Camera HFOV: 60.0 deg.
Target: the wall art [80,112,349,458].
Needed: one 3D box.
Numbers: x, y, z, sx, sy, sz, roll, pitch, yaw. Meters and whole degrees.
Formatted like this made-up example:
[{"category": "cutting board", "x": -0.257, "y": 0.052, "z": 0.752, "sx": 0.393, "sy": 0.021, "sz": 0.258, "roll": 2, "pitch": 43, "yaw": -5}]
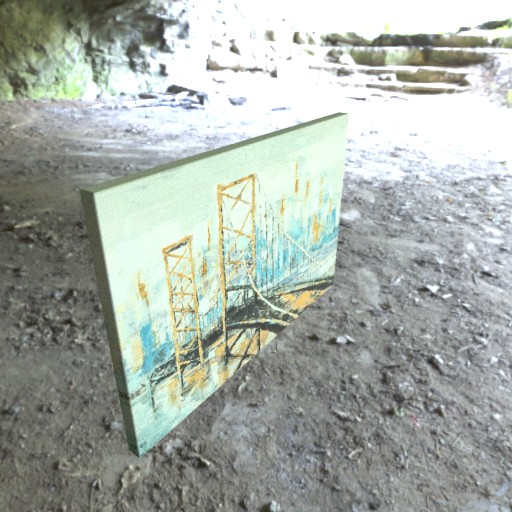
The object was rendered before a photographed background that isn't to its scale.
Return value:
[{"category": "wall art", "x": 0.000, "y": 0.000, "z": 1.167, "sx": 0.038, "sy": 0.609, "sz": 0.913, "roll": 18, "pitch": 32, "yaw": 32}]
